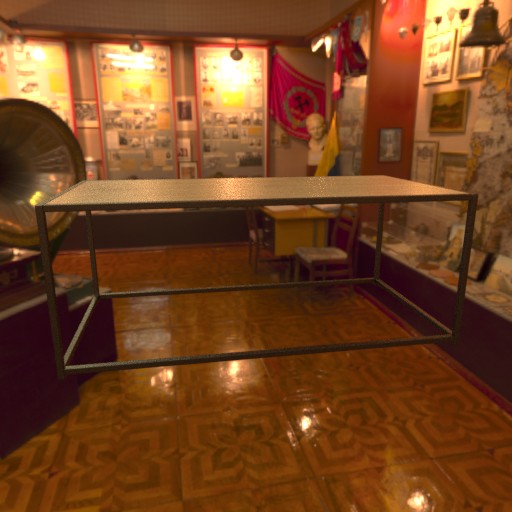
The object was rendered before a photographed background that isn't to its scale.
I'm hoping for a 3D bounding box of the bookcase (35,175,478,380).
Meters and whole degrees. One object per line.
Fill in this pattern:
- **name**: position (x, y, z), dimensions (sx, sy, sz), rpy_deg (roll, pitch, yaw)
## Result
- **bookcase**: position (0.000, 0.000, 1.272), dimensions (1.000, 0.400, 0.500), rpy_deg (-3, 16, -10)
